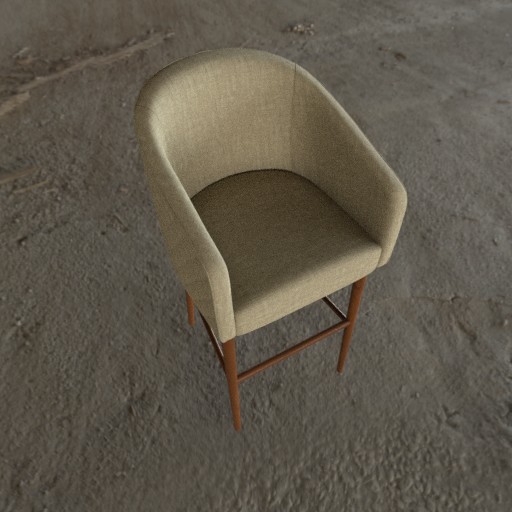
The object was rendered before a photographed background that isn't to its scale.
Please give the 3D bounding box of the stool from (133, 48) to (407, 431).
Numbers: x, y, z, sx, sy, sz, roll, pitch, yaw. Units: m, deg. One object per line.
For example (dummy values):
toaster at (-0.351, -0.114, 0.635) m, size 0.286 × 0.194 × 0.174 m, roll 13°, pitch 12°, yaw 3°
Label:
stool at (0.000, 0.000, 1.425) m, size 0.559 × 1.078 × 0.607 m, roll -23°, pitch 51°, yaw -20°
